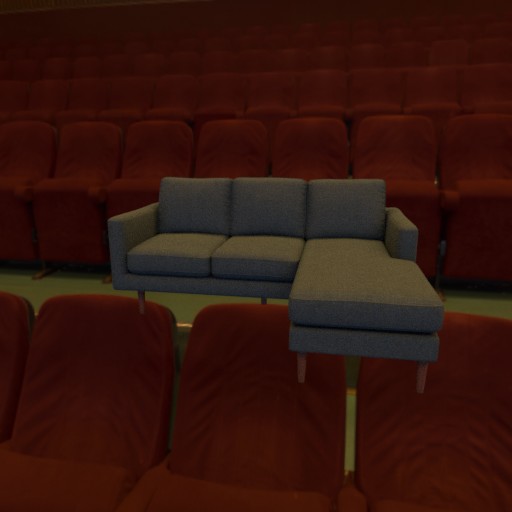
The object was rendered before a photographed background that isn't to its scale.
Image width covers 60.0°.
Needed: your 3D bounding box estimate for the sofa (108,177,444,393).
[{"bbox_3d":[0.000,0.000,2.975,2.055,0.957,1.667,2,14,10],"label":"sofa"}]
